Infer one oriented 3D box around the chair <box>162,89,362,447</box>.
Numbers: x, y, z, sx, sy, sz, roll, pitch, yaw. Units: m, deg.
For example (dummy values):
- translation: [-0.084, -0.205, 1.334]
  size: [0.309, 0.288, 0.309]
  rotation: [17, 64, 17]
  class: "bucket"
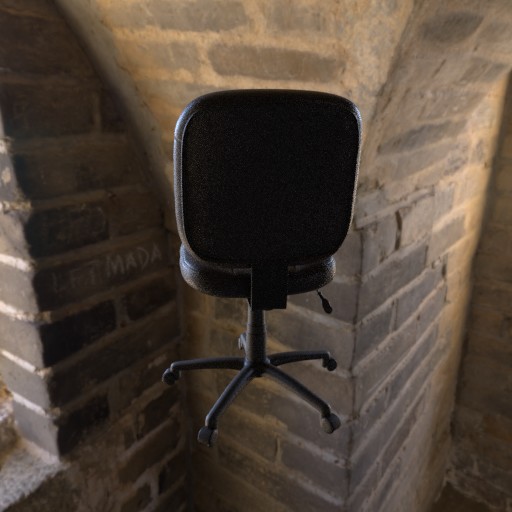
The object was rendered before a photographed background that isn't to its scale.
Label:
- translation: [0.000, 0.000, 1.422]
  size: [0.647, 0.959, 0.646]
  rotation: [-3, 16, -9]
  class: "chair"
